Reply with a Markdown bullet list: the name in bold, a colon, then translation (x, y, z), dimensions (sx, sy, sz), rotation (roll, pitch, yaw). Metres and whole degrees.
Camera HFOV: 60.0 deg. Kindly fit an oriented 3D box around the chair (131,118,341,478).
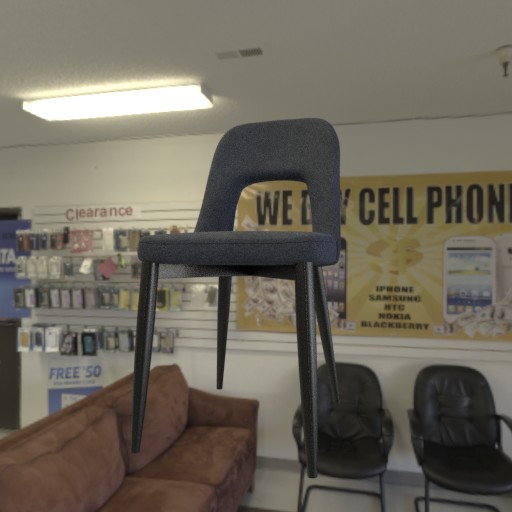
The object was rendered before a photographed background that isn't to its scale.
- **chair**: translation (0.000, 0.000, 1.258), dimensions (0.470, 0.931, 0.612), rotation (0, 0, 16)
